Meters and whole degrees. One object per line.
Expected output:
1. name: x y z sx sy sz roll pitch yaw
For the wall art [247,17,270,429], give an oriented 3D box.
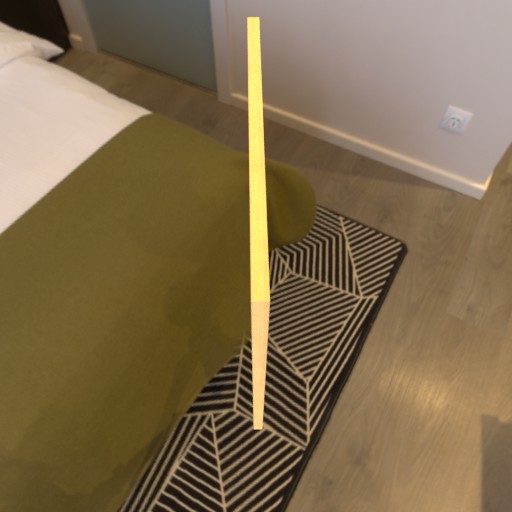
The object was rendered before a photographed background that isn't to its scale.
1. wall art: 0.000 0.000 1.334 0.030 1.002 0.798 -1 58 -1
